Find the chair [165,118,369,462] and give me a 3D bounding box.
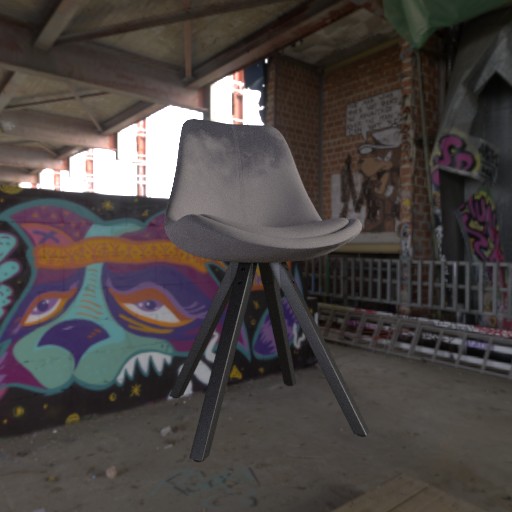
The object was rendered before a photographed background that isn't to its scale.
[{"bbox_3d":[0.000,0.000,1.190,0.476,0.850,0.550,0,1,-18],"label":"chair"}]
